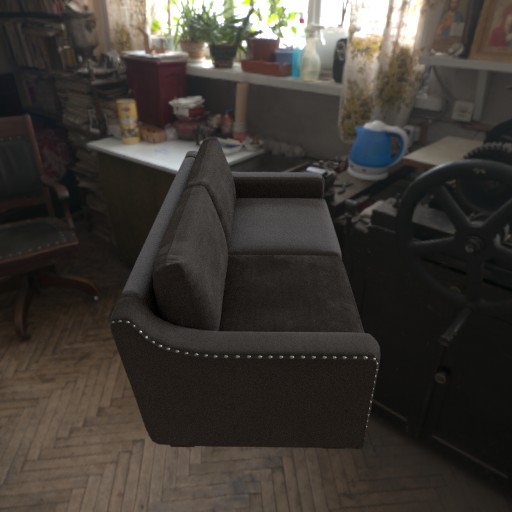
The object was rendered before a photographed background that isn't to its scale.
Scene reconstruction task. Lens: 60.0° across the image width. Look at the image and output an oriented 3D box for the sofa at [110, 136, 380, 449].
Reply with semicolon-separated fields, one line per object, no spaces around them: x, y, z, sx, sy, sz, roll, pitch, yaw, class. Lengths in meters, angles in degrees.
0.000;0.000;3.328;1.336;1.196;2.550;0;31;1;sofa
